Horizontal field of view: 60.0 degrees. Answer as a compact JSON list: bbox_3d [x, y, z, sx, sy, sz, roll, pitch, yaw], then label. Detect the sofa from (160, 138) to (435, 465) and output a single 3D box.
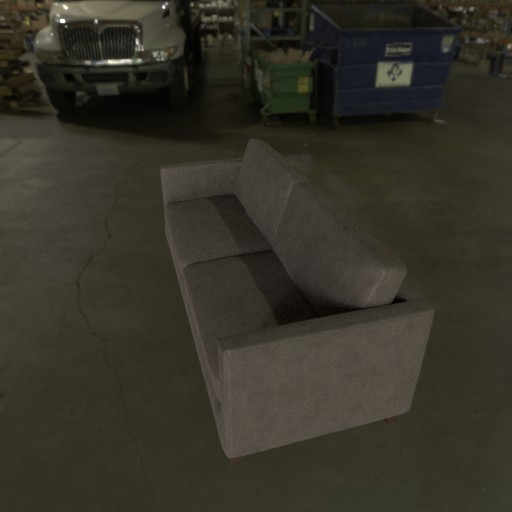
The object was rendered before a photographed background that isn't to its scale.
[{"bbox_3d":[0.000,0.000,2.767,0.951,0.965,2.208,-9,31,-14],"label":"sofa"}]
